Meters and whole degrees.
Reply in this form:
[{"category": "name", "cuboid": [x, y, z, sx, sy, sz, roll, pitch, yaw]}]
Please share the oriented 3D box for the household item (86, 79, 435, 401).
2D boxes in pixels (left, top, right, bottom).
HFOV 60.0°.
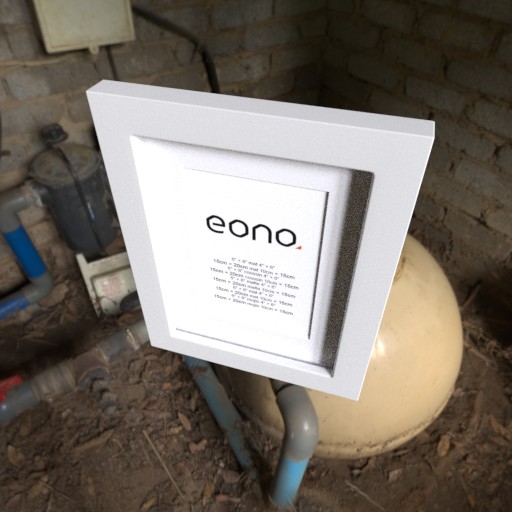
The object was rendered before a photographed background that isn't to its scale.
[{"category": "household item", "cuboid": [0.000, 0.000, 0.342, 0.200, 0.250, 0.045, 12, 43, 13]}]
